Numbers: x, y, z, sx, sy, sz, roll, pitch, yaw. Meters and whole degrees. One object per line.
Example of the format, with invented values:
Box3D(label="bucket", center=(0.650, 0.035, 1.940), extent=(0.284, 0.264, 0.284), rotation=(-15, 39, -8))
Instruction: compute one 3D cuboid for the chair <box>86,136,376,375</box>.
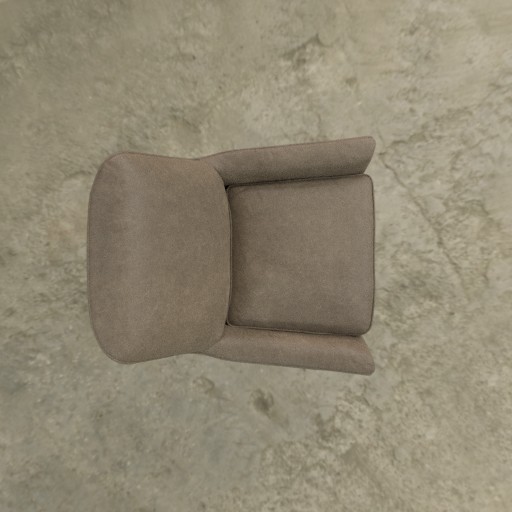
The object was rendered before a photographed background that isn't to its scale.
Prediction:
Box3D(label="chair", center=(0.000, 0.000, 1.485), extent=(0.824, 0.888, 0.787), rotation=(0, 91, -1))
